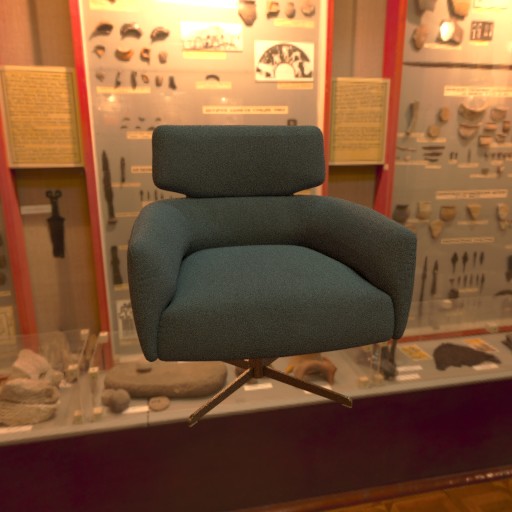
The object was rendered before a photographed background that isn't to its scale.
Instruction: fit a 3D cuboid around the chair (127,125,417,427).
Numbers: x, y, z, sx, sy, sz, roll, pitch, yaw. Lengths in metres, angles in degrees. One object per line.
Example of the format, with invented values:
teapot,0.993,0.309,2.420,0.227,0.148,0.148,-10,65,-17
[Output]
chair,0.000,0.000,1.407,0.738,0.813,0.761,-3,15,-11
